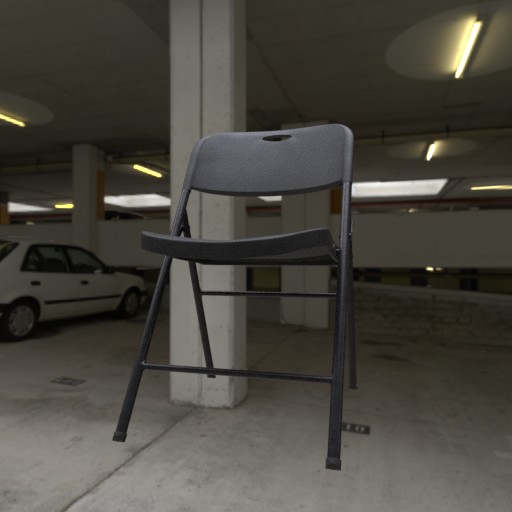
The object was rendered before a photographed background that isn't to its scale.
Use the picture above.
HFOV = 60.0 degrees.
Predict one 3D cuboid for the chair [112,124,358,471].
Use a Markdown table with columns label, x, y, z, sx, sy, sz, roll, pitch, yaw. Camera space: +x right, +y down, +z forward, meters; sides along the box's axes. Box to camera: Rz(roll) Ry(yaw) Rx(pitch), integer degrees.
| label | x | y | z | sx | sy | sz | roll | pitch | yaw |
| --- | --- | --- | --- | --- | --- | --- | --- | --- | --- |
| chair | 0.000 | 0.000 | 1.165 | 0.494 | 0.810 | 0.566 | 0 | 0 | 16 |
